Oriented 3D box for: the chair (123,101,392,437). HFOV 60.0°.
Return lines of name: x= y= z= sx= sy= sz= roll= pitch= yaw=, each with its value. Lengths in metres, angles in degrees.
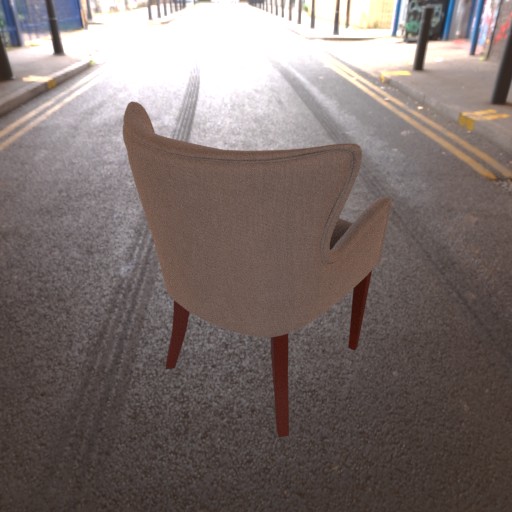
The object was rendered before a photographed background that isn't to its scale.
chair: x=0.000 y=0.000 z=1.463 sx=0.732 sy=0.948 sz=0.677 roll=20 pitch=36 yaw=30
